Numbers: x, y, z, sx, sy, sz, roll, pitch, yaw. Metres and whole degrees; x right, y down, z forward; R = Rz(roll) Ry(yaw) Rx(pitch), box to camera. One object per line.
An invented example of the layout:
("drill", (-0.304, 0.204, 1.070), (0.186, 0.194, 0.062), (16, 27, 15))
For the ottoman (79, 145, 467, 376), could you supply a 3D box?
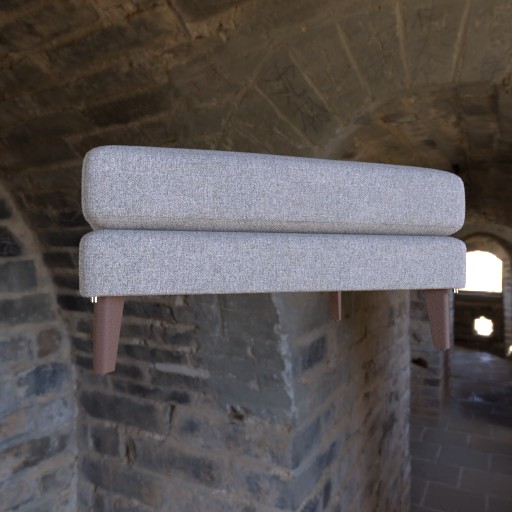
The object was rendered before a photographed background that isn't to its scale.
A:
("ottoman", (0.000, 0.000, 1.158), (0.821, 0.441, 0.611), (0, -1, -17))
